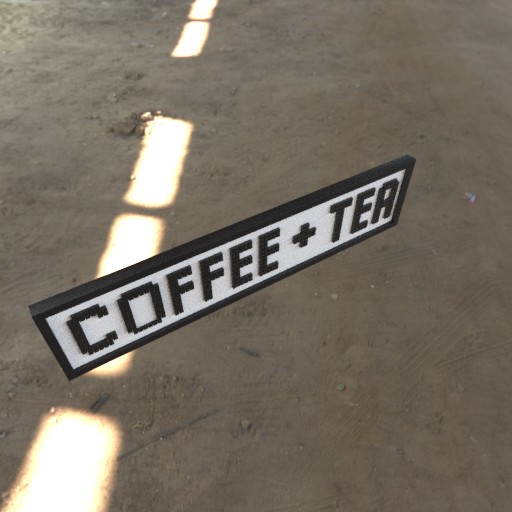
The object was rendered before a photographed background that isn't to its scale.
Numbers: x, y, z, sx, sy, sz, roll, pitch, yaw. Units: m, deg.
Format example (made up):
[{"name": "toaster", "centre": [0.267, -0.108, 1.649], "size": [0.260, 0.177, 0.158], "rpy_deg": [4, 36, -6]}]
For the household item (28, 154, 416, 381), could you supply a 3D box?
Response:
[{"name": "household item", "centre": [0.000, 0.000, 1.101], "size": [1.001, 0.236, 0.030], "rpy_deg": [-24, 50, -22]}]
